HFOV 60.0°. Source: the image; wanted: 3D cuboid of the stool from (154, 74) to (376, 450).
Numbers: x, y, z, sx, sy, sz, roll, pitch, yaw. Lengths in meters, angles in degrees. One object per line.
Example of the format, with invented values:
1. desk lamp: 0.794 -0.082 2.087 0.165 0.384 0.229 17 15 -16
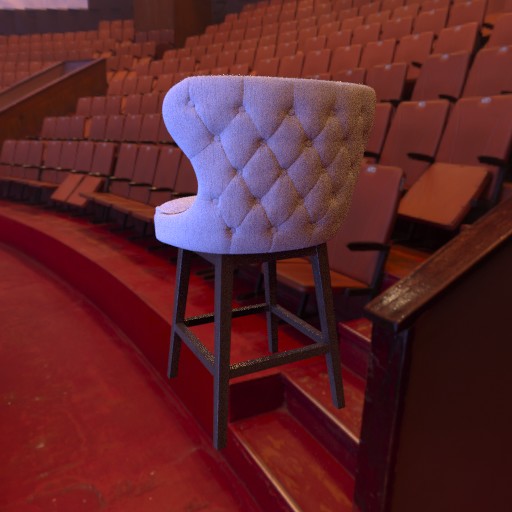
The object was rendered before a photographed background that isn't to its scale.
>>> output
1. stool: 0.000 0.000 1.371 0.615 0.972 0.597 -8 16 -27
